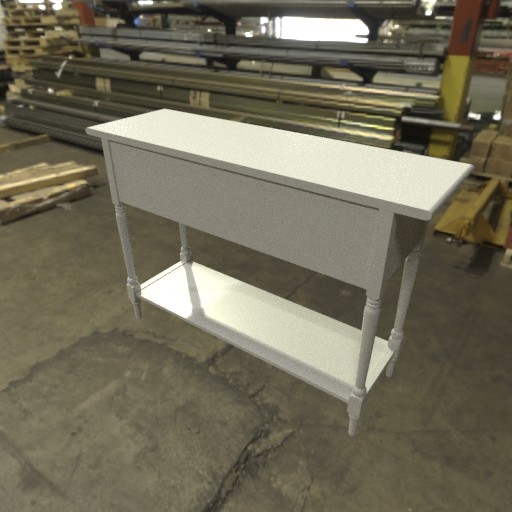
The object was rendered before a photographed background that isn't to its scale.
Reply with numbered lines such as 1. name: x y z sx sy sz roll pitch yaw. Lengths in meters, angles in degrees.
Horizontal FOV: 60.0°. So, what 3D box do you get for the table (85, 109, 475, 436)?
1. table: 0.000 0.000 1.579 1.197 0.808 0.384 20 36 30
